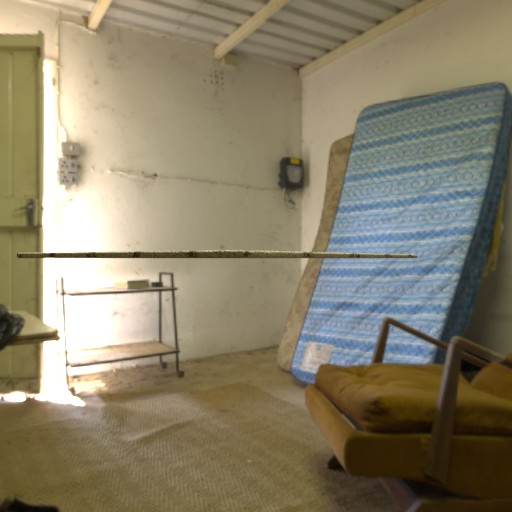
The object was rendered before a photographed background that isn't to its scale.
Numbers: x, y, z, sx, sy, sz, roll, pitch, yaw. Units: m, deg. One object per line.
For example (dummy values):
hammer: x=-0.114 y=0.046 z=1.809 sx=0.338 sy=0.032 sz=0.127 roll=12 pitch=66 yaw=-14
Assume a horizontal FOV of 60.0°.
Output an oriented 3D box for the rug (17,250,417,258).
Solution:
rug: x=0.000 y=0.000 z=3.001 sx=1.524 sy=0.030 sz=2.438 roll=0 pitch=0 yaw=34
